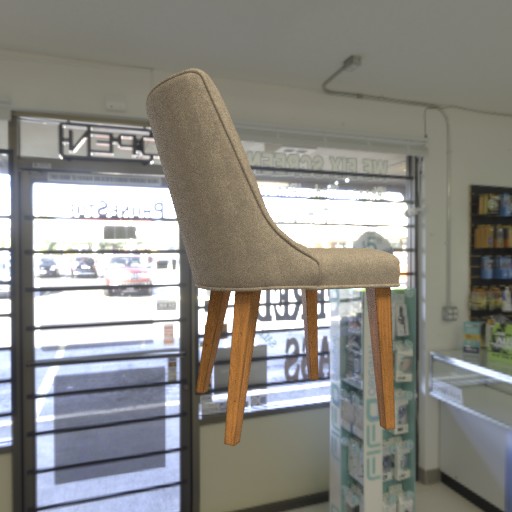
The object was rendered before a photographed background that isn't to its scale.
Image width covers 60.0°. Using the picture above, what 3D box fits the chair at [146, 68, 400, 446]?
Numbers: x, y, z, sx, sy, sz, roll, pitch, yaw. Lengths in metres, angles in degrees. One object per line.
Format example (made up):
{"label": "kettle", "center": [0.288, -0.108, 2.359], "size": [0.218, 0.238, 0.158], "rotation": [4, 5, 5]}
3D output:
{"label": "chair", "center": [0.000, 0.000, 1.324], "size": [0.636, 0.916, 0.548], "rotation": [0, 1, -17]}
